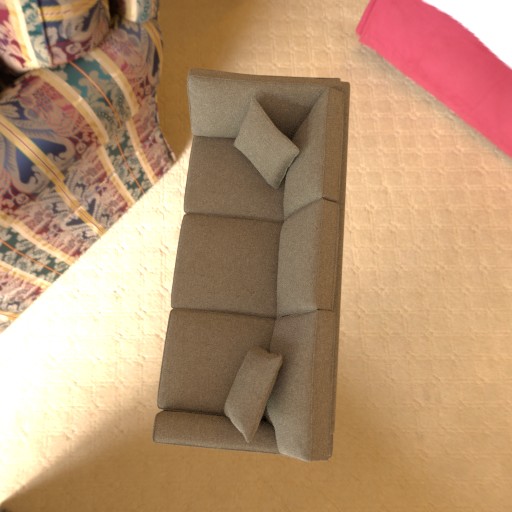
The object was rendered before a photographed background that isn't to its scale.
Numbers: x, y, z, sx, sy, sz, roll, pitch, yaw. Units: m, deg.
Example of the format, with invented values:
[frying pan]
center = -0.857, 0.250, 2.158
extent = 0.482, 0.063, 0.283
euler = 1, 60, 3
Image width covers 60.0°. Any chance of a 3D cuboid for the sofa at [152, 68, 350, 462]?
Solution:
[sofa]
center = 0.000, 0.000, 2.880
extent = 1.061, 0.962, 2.317
euler = 5, 75, 1
